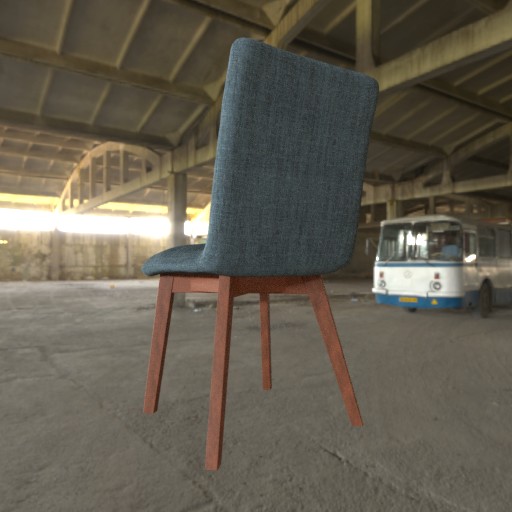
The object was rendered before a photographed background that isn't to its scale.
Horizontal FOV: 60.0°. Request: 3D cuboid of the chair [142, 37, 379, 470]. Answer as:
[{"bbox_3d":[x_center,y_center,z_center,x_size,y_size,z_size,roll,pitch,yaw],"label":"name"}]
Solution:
[{"bbox_3d":[0.000,0.000,1.298,0.522,0.974,0.563,0,-1,-34],"label":"chair"}]
